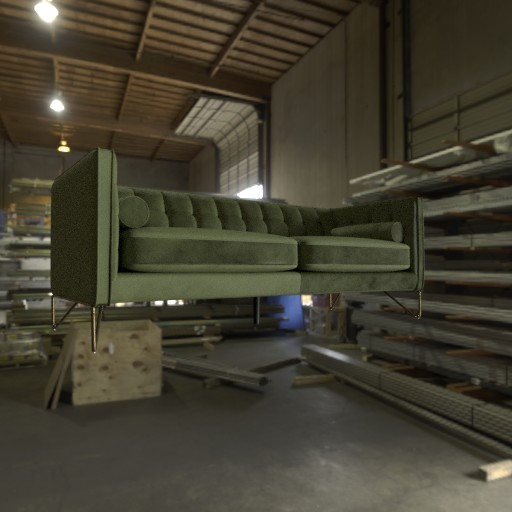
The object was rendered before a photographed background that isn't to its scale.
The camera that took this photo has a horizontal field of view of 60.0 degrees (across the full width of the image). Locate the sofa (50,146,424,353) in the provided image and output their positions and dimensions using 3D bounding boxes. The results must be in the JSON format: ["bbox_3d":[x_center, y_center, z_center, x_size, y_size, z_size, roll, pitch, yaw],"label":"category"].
[{"bbox_3d":[0.000,0.000,2.583,2.087,0.789,0.867,1,-2,-35],"label":"sofa"}]
